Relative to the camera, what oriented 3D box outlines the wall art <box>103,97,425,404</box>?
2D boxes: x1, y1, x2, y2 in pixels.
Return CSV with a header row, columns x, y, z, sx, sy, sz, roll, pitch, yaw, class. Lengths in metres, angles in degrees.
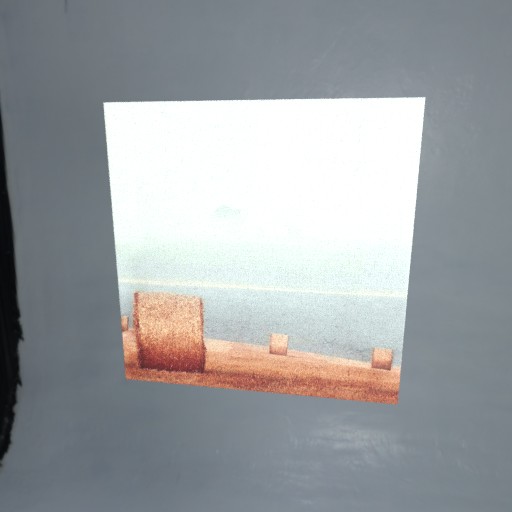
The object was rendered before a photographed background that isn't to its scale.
x,y,z,sx,sy,sz,roll,pitch,yaw,class
0.000,0.000,1.146,0.760,0.760,0.042,2,15,9,wall art
